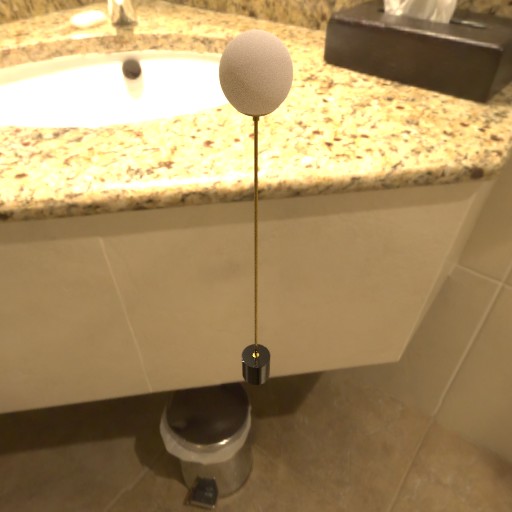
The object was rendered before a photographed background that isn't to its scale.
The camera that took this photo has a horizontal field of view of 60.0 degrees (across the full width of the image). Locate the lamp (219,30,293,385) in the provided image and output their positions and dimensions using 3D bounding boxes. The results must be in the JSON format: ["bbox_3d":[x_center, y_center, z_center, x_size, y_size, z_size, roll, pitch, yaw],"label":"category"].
[{"bbox_3d":[0.000,0.000,1.863,0.229,1.748,0.229,0,42,0],"label":"lamp"}]
